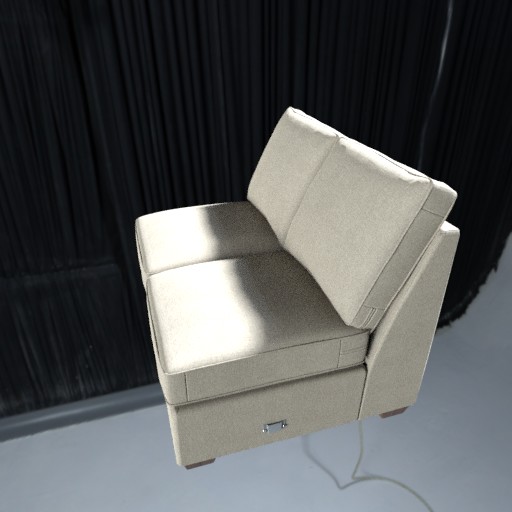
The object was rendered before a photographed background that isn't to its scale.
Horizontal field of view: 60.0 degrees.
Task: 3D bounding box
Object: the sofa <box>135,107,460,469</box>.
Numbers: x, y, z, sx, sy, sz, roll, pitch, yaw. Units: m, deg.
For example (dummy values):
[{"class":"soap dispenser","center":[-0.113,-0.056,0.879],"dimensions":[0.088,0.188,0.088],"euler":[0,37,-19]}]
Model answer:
[{"class":"sofa","center":[0.000,0.000,1.935],"dimensions":[0.978,1.006,1.232],"euler":[-9,30,-15]}]
